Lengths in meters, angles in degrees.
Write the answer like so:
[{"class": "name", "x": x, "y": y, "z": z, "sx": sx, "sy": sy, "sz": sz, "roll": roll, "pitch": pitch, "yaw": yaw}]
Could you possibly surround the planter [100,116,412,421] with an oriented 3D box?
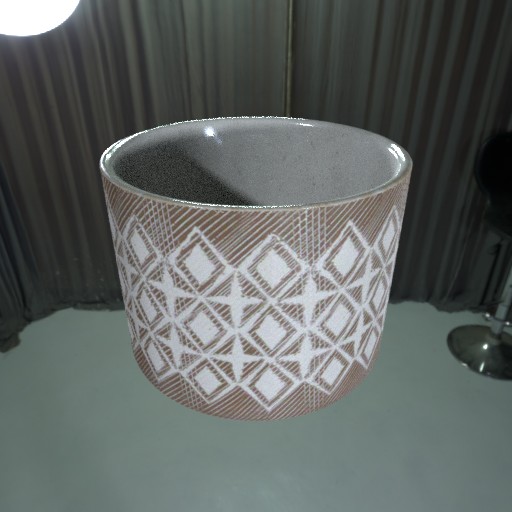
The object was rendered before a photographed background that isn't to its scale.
[{"class": "planter", "x": 0.000, "y": 0.000, "z": 0.213, "sx": 0.126, "sy": 0.104, "sz": 0.126, "roll": 0, "pitch": 30, "yaw": 0}]
